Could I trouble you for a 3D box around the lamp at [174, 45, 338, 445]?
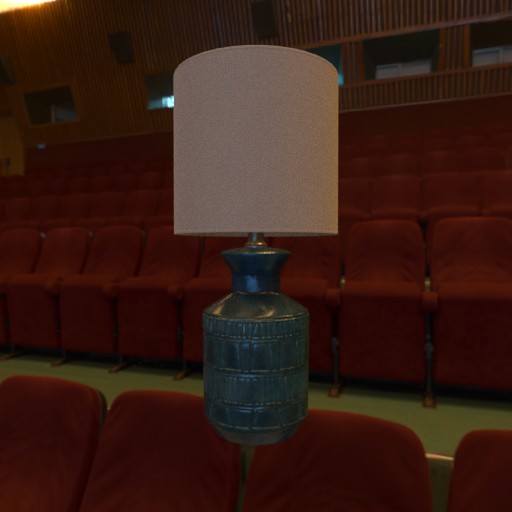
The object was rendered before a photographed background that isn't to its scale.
[{"bbox_3d":[0.000,0.000,0.582,0.211,0.455,0.211,0,1,19],"label":"lamp"}]
